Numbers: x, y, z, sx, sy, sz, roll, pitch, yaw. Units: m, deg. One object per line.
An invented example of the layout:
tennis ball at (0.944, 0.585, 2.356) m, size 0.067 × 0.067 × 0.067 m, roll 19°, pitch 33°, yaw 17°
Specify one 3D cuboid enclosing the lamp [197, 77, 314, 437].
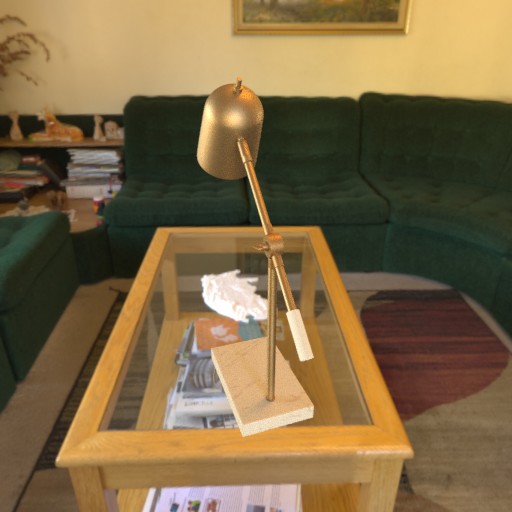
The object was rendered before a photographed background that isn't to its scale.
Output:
lamp at (0.000, 0.000, 0.823) m, size 0.144 × 0.603 × 0.471 m, roll -9°, pitch 28°, yaw -17°
